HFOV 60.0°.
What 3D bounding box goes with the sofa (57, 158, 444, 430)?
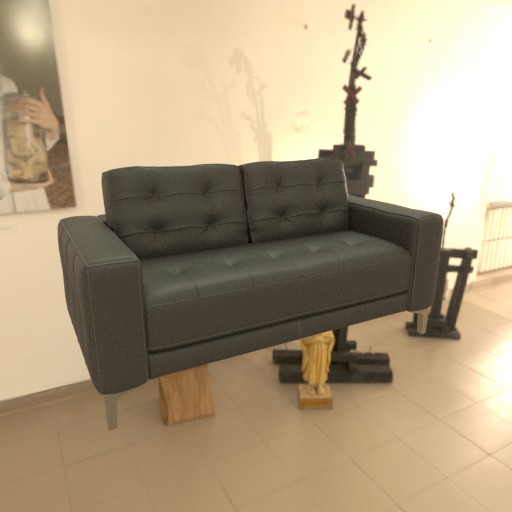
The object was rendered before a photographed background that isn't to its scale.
[{"bbox_3d":[0.000,0.000,2.191,1.726,0.893,0.833,-9,19,-27],"label":"sofa"}]
